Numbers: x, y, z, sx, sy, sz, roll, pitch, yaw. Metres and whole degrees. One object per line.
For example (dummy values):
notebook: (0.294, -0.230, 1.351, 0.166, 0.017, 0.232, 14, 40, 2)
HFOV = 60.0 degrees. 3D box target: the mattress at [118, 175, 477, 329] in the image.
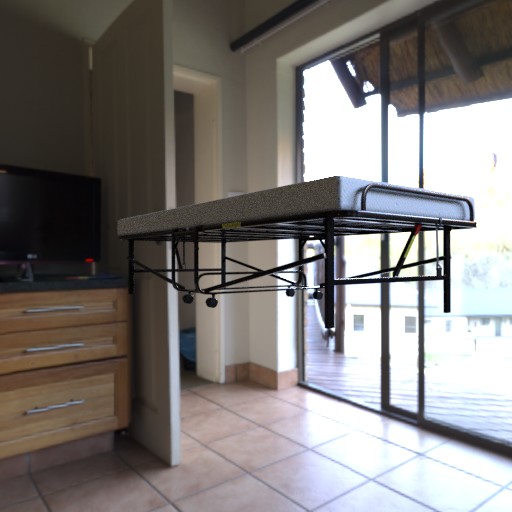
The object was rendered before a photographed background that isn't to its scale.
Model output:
mattress: (0.000, 0.000, 2.527, 0.922, 0.519, 2.153, 0, -1, -37)
